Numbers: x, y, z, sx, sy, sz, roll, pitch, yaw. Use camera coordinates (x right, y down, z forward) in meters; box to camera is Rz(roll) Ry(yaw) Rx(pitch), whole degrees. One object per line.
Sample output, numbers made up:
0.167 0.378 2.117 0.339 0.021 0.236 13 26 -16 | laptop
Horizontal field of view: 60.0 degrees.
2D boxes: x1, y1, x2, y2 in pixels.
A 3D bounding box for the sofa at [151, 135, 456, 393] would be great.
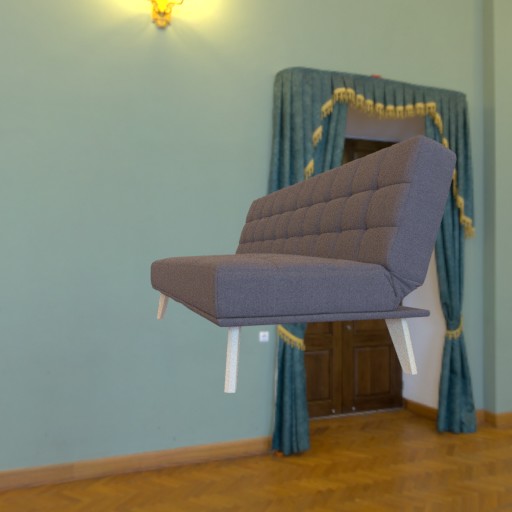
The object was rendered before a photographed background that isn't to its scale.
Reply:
0.000 0.000 2.221 0.860 0.810 1.800 0 -1 -19 | sofa
